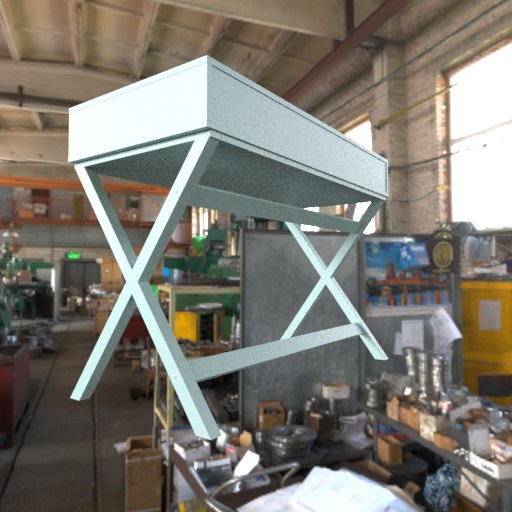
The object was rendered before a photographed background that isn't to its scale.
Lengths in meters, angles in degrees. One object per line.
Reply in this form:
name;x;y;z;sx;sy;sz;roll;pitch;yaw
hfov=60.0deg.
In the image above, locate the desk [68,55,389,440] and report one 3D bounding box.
desk;0.000;0.000;1.471;0.525;0.780;1.057;-1;-2;36
